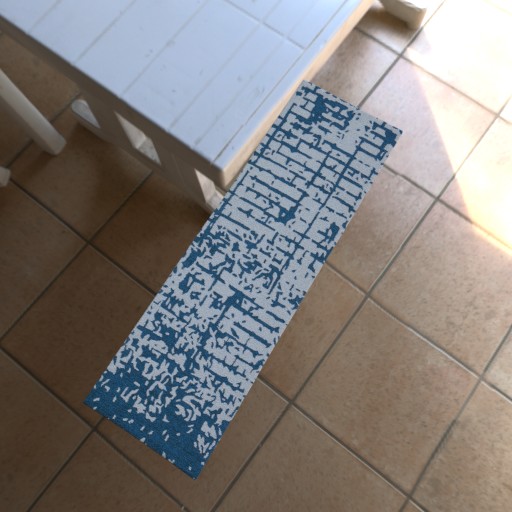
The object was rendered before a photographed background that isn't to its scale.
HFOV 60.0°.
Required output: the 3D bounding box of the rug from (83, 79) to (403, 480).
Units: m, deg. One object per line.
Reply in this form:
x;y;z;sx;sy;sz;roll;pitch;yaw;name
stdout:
0.000;0.000;2.668;0.750;0.011;2.435;31;77;8;rug
